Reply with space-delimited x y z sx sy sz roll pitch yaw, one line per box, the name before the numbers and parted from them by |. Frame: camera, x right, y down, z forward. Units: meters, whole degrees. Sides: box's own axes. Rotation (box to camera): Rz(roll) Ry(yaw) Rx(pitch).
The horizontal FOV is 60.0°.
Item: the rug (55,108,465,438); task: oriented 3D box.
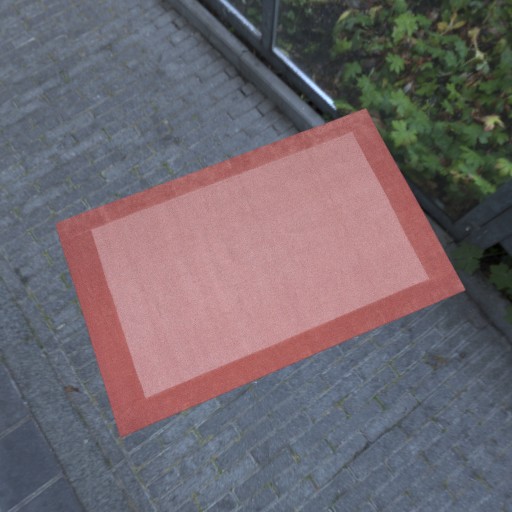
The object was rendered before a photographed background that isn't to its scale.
rug | 0.000 0.000 3.057 2.438 0.014 1.524 -22 75 -6
